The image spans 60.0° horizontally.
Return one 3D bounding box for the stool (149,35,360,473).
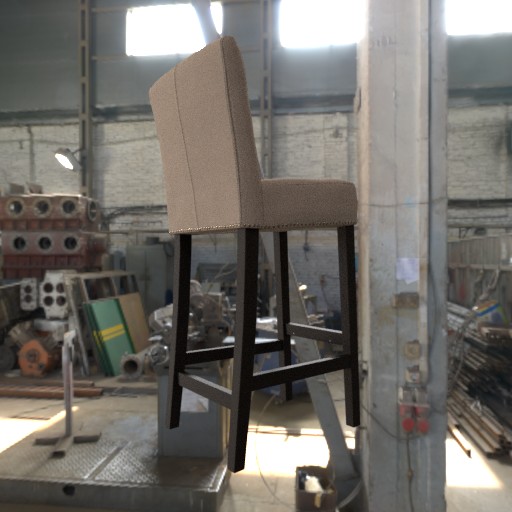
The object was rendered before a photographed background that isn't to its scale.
[{"bbox_3d":[0.000,0.000,1.341,0.548,1.047,0.411,0,0,-38],"label":"stool"}]
